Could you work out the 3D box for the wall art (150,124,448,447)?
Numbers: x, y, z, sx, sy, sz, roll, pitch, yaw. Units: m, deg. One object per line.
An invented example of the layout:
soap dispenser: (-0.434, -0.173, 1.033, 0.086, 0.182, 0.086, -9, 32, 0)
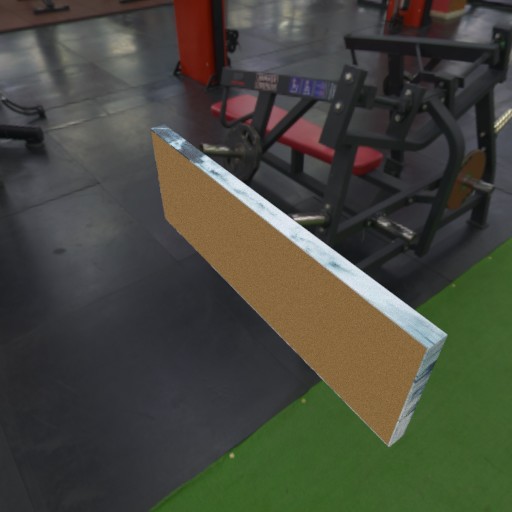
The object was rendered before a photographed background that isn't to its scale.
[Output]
wall art: (0.000, 0.000, 0.857, 0.037, 0.251, 0.759, -26, 47, -27)
